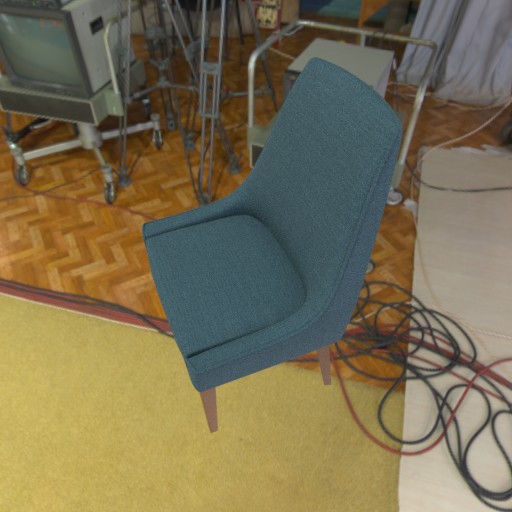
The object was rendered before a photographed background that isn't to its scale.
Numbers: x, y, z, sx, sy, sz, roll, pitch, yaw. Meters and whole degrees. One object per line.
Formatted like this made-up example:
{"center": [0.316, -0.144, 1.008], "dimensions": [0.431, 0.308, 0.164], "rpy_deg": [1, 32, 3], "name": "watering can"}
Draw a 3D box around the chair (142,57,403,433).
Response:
{"center": [0.000, 0.000, 1.188], "dimensions": [0.544, 0.861, 0.529], "rpy_deg": [-17, 49, -15], "name": "chair"}
